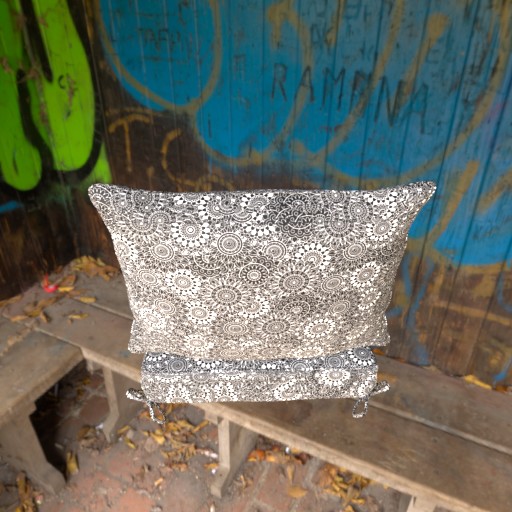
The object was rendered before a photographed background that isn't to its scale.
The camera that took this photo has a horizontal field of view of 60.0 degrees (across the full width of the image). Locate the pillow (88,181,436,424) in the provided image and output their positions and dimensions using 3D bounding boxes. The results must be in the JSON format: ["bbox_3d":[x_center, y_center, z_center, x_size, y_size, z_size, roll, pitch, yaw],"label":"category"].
[{"bbox_3d":[0.000,0.000,1.390,0.798,0.722,0.740,-1,31,-2],"label":"pillow"}]
